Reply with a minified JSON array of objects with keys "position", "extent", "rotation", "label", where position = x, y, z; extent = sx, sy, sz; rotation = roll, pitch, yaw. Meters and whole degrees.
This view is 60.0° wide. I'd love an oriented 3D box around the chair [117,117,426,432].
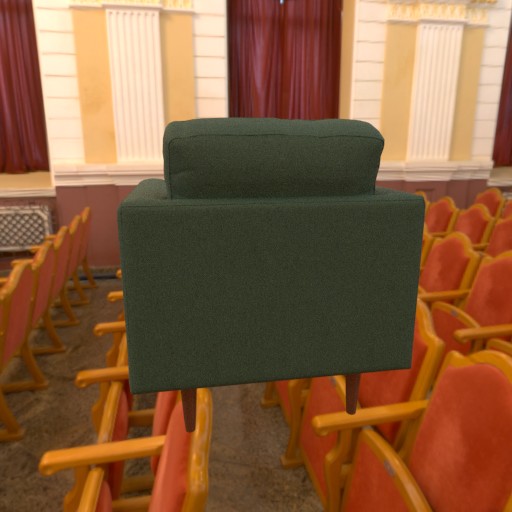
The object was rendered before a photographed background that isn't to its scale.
[{"position":[0.000,0.000,1.596],"extent":[0.855,0.927,0.800],"rotation":[-3,15,-10],"label":"chair"}]
